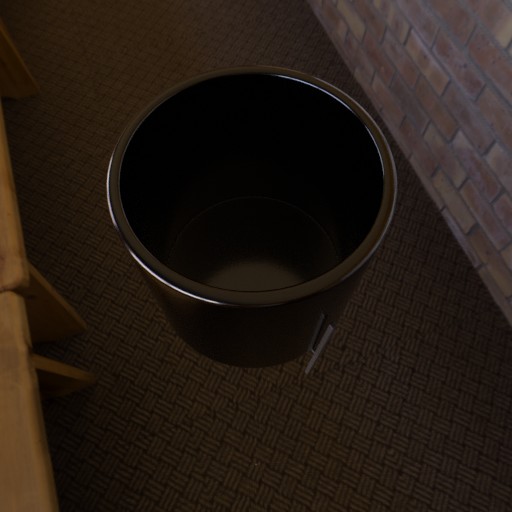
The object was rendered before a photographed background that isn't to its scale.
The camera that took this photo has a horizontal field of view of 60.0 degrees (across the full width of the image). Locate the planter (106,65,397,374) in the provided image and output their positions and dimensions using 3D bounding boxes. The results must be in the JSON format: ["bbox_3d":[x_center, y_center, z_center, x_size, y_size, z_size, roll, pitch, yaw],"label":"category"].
[{"bbox_3d":[0.000,0.000,0.651,0.310,0.432,0.310,35,70,15],"label":"planter"}]
